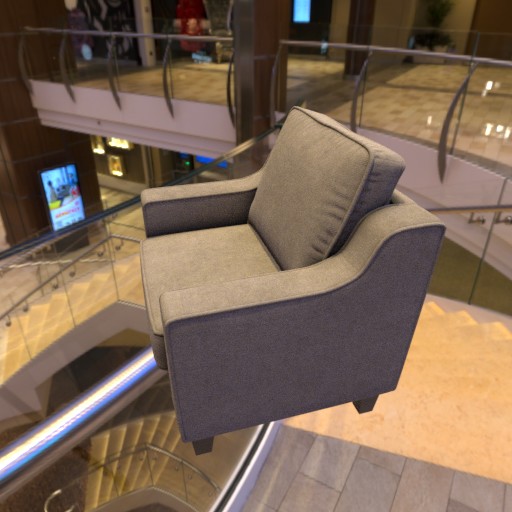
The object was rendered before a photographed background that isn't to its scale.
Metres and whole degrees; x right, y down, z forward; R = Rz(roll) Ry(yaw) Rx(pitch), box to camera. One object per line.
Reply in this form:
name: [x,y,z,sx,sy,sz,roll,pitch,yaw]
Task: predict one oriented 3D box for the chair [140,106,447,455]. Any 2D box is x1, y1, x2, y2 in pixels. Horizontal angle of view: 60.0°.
chair: [0.000,0.000,1.646,0.840,0.944,0.926,-8,31,-14]
